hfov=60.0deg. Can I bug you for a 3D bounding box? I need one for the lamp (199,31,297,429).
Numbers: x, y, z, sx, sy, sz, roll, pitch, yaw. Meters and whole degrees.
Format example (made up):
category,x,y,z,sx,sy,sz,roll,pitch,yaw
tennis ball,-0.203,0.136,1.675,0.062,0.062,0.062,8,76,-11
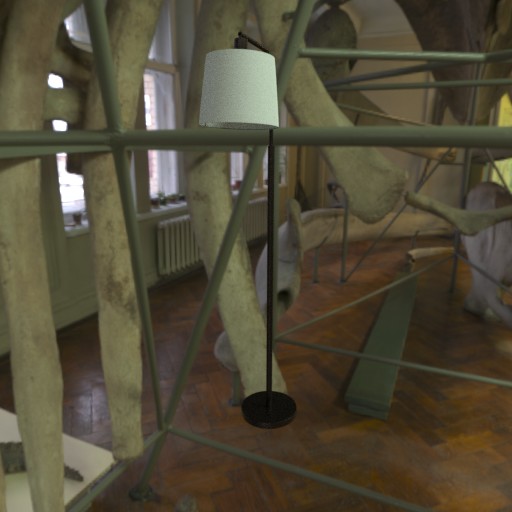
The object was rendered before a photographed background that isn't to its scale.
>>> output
category,x,y,z,sx,sy,sz,roll,pitch,yaw
lamp,0.000,0.000,1.647,0.254,1.478,0.508,7,16,25
